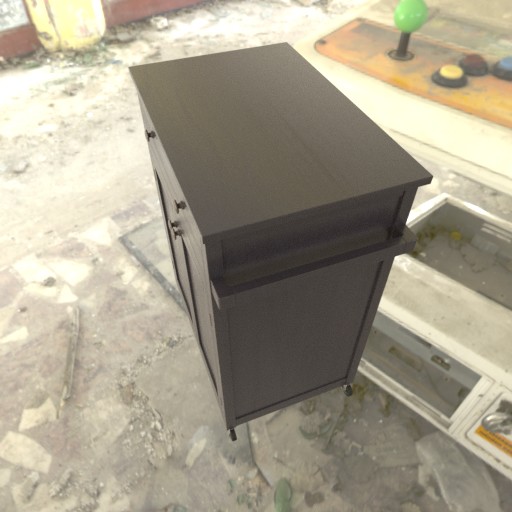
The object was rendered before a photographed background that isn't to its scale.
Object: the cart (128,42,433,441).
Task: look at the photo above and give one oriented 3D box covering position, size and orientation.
[{"bbox_3d":[0.000,0.000,1.272,0.449,0.878,0.690,-16,49,-14],"label":"cart"}]
